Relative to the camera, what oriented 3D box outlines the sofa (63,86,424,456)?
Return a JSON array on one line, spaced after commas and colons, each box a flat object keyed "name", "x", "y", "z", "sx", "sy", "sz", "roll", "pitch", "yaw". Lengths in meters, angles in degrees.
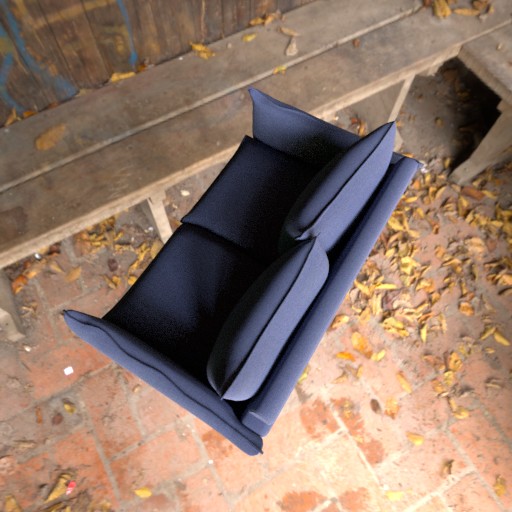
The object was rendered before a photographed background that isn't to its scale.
[{"name": "sofa", "x": 0.000, "y": 0.000, "z": 1.823, "sx": 0.820, "sy": 0.840, "sz": 1.300, "roll": 29, "pitch": 69, "yaw": 13}]
